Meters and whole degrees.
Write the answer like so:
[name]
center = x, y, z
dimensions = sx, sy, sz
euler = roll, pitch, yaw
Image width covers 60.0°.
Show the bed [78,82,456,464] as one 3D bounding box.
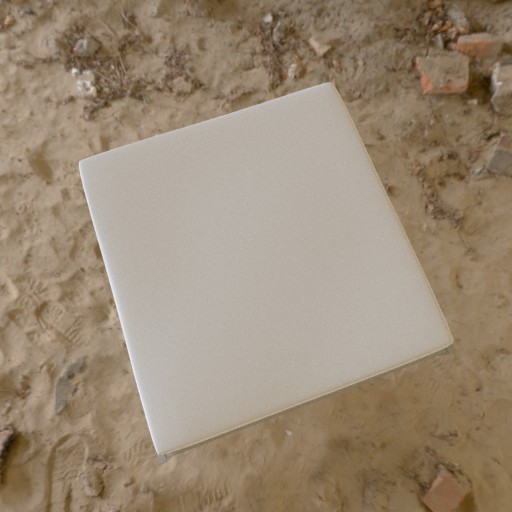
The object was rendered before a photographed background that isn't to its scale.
[bed]
center = 0.000, 0.000, 3.053
dimensions = 2.007, 0.510, 2.108
euler = -19, 75, -5
